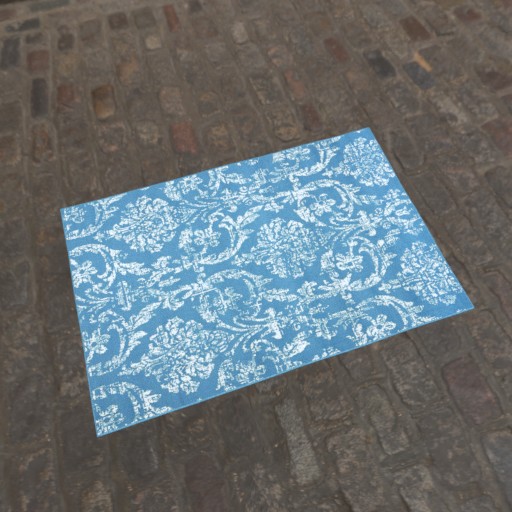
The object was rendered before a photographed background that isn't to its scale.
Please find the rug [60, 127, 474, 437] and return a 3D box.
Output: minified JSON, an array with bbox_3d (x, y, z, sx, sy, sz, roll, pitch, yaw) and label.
[{"bbox_3d":[0.000,0.000,2.274,1.833,0.012,1.211,-17,65,-8],"label":"rug"}]
